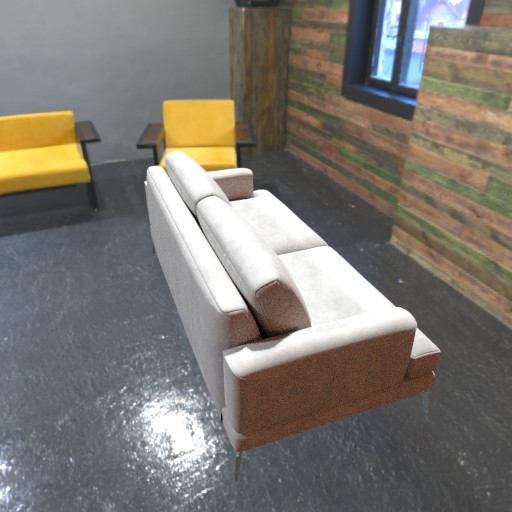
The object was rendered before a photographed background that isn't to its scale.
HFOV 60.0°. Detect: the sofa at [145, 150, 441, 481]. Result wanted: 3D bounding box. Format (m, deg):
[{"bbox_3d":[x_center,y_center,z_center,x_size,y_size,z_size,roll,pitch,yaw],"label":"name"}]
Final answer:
[{"bbox_3d":[0.000,0.000,2.522,0.980,0.830,2.013,-11,32,-18],"label":"sofa"}]
